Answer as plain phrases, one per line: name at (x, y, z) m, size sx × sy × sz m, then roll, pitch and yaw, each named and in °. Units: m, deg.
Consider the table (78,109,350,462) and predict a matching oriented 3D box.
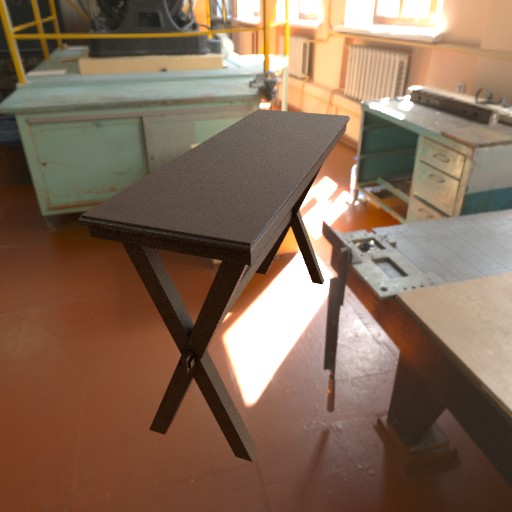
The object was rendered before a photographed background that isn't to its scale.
table at (0.000, 0.000, 1.578) m, size 0.399 × 0.763 × 1.197 m, roll 10°, pitch 31°, yaw 17°
